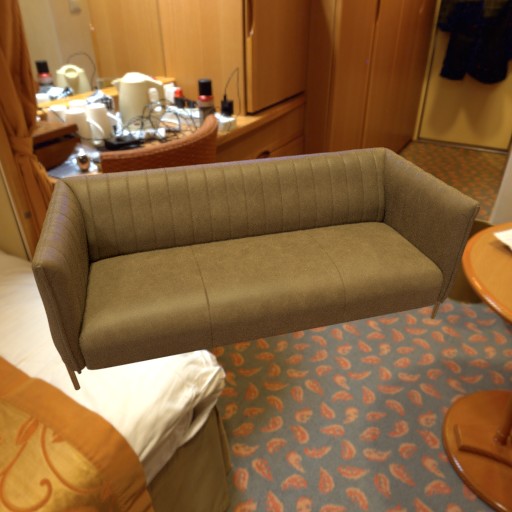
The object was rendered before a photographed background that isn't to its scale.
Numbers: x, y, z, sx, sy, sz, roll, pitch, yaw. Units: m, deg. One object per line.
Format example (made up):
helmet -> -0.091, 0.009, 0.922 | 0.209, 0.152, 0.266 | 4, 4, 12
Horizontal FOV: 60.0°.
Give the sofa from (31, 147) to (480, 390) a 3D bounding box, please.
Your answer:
sofa -> 0.000, 0.000, 2.349 | 1.980, 0.779, 0.876 | -8, 33, -13
